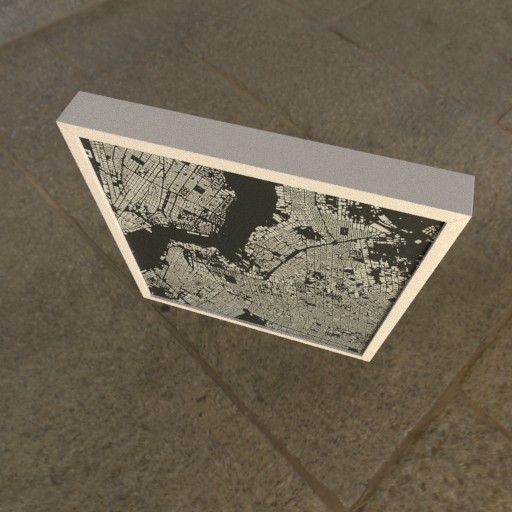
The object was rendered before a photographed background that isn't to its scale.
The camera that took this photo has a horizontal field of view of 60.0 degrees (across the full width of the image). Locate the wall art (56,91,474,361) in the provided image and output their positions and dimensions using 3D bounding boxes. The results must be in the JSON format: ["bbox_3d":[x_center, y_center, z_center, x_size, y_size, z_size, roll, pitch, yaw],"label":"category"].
[{"bbox_3d":[0.000,0.000,0.451,0.305,0.305,0.037,15,60,9],"label":"wall art"}]
